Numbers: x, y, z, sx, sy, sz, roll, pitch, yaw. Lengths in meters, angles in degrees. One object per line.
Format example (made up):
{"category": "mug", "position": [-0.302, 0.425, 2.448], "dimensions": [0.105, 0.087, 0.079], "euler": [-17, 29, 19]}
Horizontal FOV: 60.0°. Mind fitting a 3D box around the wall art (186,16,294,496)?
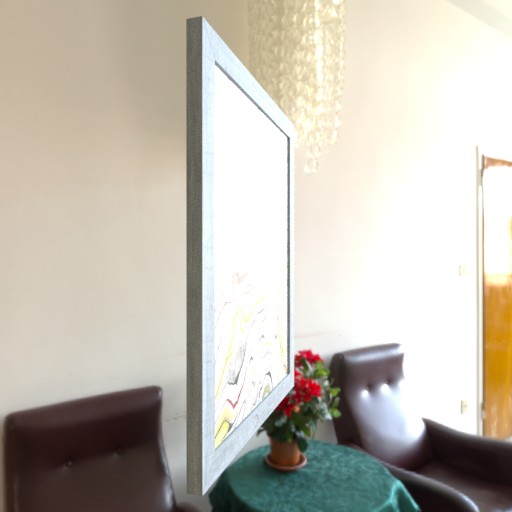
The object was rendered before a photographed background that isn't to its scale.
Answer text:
{"category": "wall art", "position": [0.000, 0.000, 0.767], "dimensions": [0.022, 0.582, 0.479], "euler": [0, 0, 18]}
